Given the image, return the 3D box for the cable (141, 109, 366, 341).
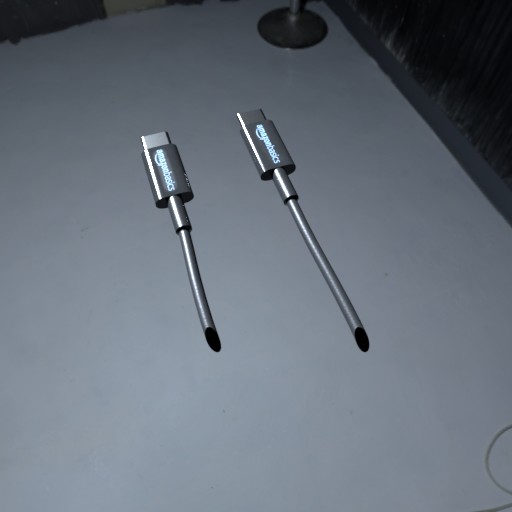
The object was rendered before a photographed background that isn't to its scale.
[{"bbox_3d":[0.000,0.000,0.111,0.041,0.005,0.098,-17,61,-10],"label":"cable"}]
